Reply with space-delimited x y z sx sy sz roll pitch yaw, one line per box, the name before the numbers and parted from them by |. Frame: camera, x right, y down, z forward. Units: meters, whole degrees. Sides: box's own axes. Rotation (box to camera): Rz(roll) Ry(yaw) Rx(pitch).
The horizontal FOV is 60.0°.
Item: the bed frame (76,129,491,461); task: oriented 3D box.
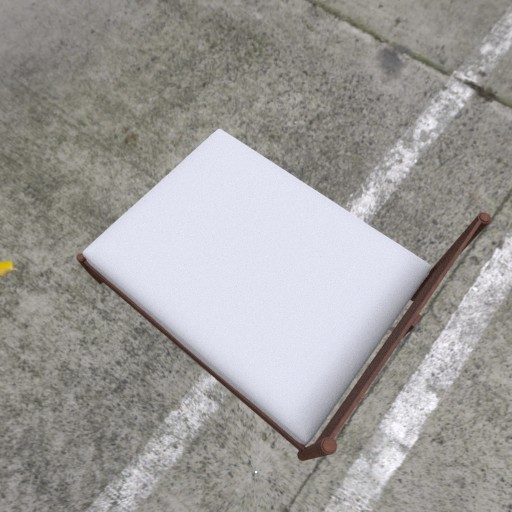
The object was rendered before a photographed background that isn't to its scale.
bed frame | 0.000 0.000 3.203 2.234 1.321 1.655 36 69 16
